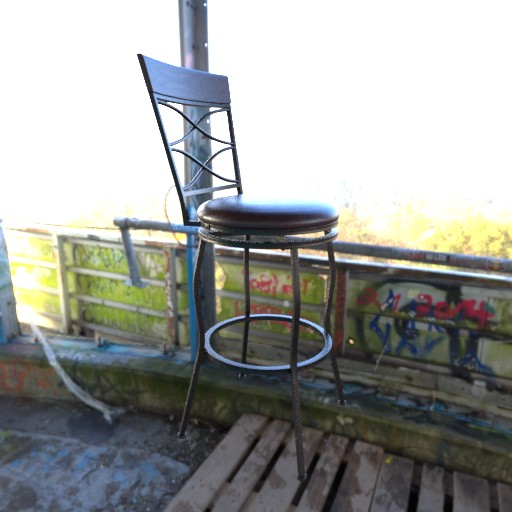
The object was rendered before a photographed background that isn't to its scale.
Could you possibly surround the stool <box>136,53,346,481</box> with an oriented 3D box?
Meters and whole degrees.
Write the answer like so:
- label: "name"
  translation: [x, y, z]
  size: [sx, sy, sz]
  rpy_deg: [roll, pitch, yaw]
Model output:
- label: "stool"
  translation: [0.000, 0.000, 1.376]
  size: [0.513, 1.130, 0.448]
  rpy_deg: [7, 16, 26]
